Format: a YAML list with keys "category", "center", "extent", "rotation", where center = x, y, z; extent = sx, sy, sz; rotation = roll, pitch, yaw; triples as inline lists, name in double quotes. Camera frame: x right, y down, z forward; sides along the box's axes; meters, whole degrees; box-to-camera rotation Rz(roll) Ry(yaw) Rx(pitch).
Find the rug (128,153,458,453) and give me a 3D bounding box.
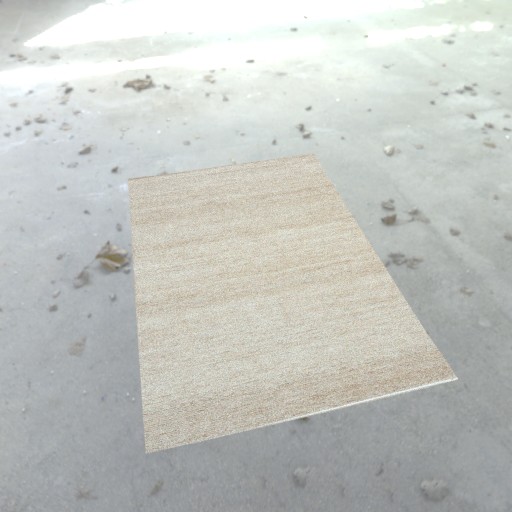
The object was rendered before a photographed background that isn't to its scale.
- category: "rug"
  center: [0.000, 0.000, 2.943]
  extent: [1.596, 0.030, 2.283]
  rotation: [-10, 45, -10]
